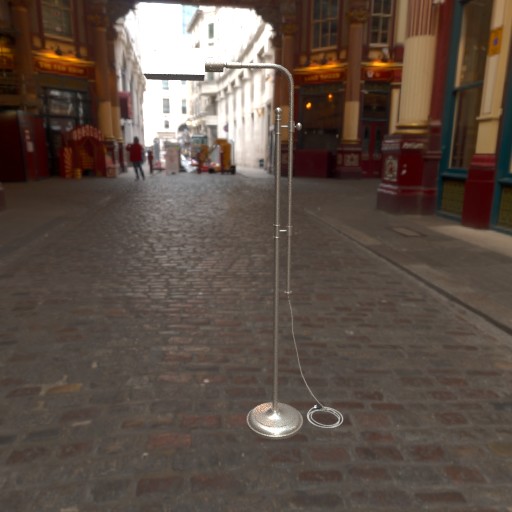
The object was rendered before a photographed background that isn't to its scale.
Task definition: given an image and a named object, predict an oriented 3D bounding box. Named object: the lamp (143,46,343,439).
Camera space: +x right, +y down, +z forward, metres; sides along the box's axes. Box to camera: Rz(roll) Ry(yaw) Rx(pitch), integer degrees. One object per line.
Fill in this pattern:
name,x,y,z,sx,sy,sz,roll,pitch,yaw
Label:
lamp,0.000,0.000,1.828,0.813,1.571,0.256,-2,14,-8
